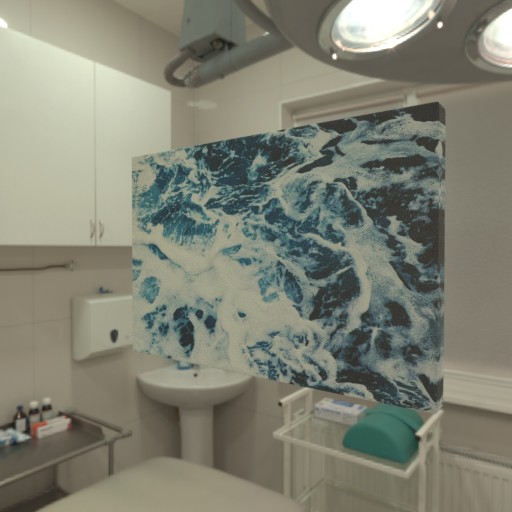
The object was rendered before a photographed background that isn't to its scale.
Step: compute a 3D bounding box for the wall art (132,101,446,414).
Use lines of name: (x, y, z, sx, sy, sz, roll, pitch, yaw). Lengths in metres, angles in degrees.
wall art: (0.000, 0.000, 0.768, 0.609, 0.407, 0.043, 1, 1, 36)
